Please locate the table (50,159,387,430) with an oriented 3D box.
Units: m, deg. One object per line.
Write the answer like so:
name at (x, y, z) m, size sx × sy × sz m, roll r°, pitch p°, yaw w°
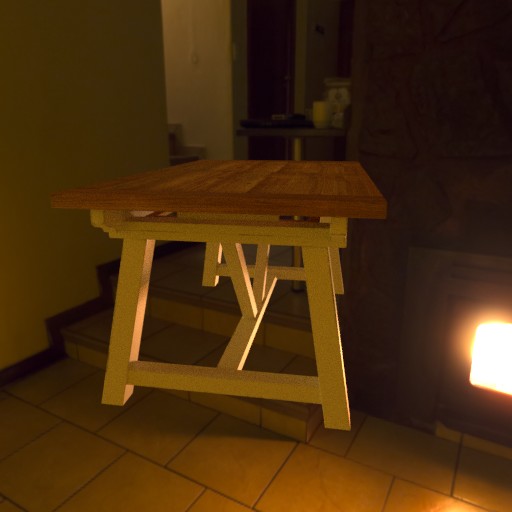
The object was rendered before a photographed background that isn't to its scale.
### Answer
table at (0.000, 0.000, 1.989) m, size 0.922 × 0.743 × 1.503 m, roll 3°, pitch 16°, yaw 9°
